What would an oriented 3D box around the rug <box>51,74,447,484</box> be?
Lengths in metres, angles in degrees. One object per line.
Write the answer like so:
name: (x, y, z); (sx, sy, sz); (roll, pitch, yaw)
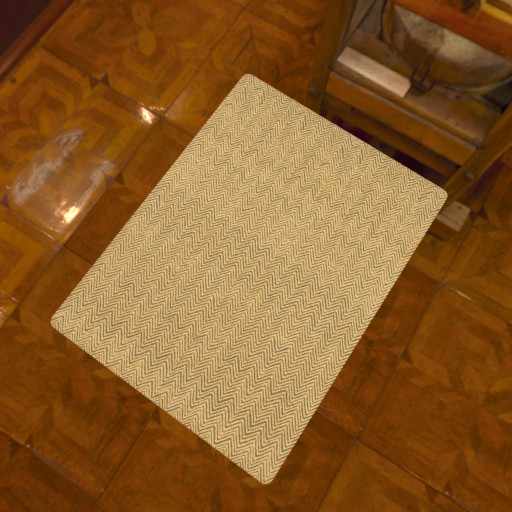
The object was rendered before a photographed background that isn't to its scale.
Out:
rug: (0.000, 0.000, 4.219); (2.439, 0.014, 3.207); (34, 78, 8)
